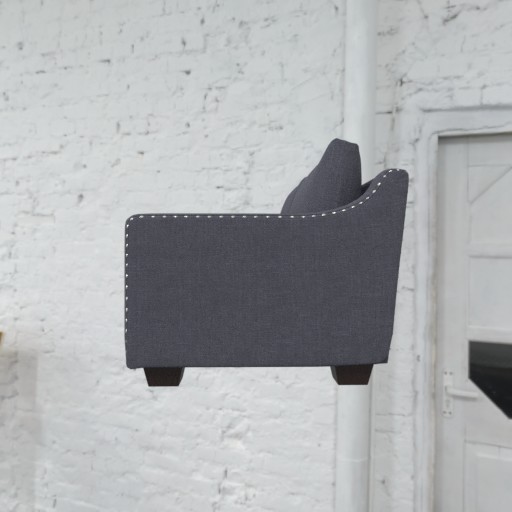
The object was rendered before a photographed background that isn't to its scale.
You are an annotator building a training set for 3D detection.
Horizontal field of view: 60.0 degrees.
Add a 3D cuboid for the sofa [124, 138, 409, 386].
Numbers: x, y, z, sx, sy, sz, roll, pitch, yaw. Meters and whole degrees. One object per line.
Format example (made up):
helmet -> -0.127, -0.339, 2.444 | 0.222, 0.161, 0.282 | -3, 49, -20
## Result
sofa -> 0.000, 0.000, 3.264 | 1.336, 1.196, 2.550 | 0, 0, -1
